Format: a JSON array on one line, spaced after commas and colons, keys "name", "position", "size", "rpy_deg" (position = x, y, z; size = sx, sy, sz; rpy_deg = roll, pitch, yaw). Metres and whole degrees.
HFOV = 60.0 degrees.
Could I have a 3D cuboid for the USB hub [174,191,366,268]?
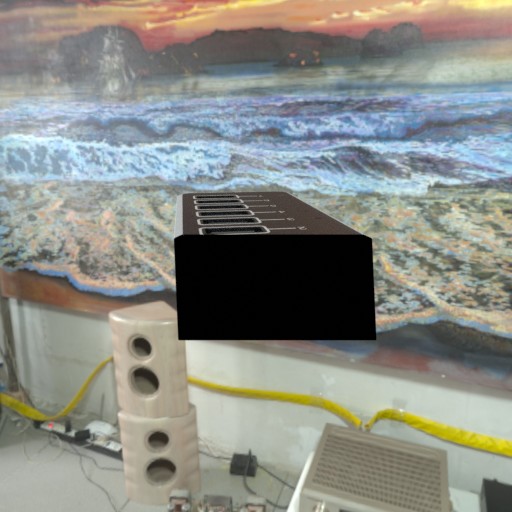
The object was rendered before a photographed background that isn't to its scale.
[{"name": "USB hub", "position": [0.000, 0.000, 0.126], "size": [0.044, 0.023, 0.110], "rpy_deg": [-2, 16, -9]}]
